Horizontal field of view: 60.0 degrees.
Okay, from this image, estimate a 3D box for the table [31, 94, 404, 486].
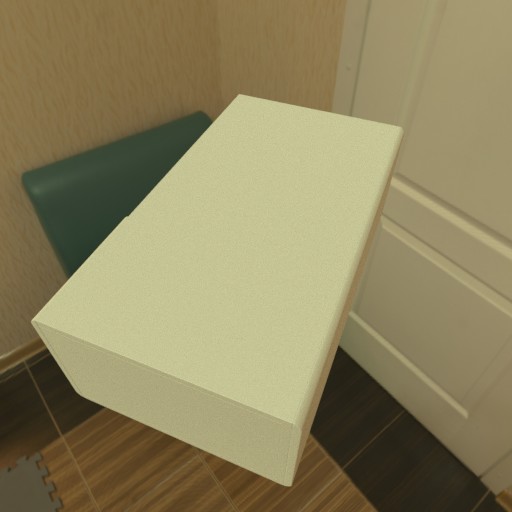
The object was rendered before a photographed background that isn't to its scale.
[{"bbox_3d":[0.000,0.000,1.394,0.639,0.442,1.097,17,49,15],"label":"table"}]
